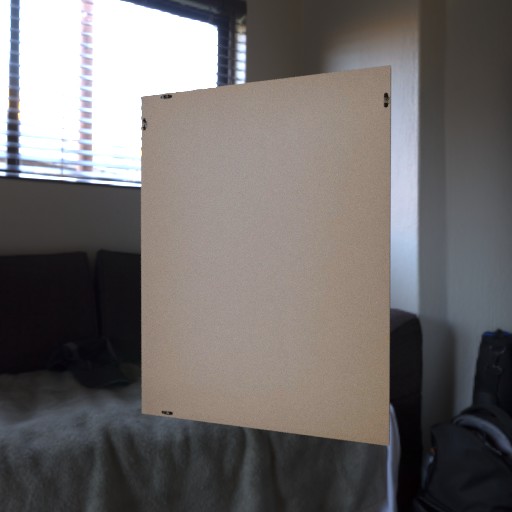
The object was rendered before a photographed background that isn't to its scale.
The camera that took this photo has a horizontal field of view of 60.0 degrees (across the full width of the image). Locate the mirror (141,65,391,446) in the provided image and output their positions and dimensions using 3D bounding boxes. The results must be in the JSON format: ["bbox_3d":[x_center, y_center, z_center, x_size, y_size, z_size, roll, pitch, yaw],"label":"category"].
[{"bbox_3d":[0.000,0.000,1.314,0.762,1.016,0.040,0,1,18],"label":"mirror"}]
